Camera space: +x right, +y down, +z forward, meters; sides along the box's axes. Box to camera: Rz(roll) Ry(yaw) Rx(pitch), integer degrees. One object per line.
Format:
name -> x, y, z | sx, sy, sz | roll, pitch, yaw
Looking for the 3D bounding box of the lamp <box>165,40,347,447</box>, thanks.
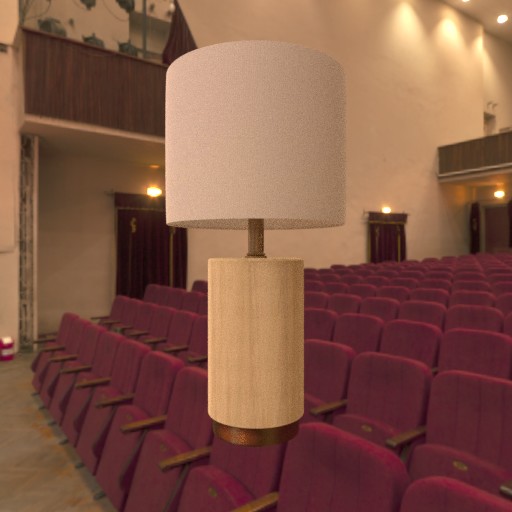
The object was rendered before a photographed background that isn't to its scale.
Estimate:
lamp -> 0.000, 0.000, 0.570 | 0.228, 0.444, 0.228 | 0, 0, -35
